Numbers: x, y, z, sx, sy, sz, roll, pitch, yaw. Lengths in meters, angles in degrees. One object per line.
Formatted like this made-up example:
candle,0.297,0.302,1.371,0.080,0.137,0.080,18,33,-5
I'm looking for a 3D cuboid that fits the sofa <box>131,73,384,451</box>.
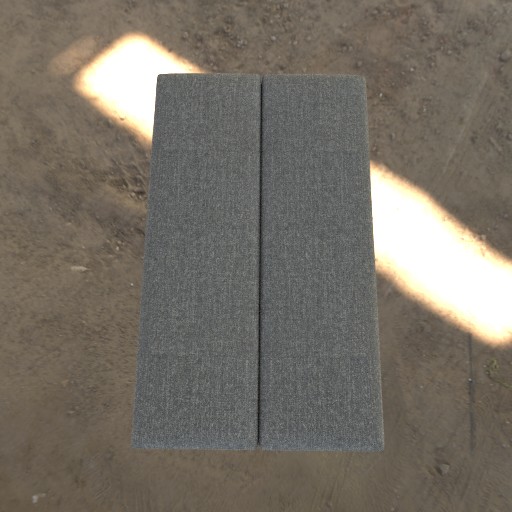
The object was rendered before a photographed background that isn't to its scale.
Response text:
sofa,0.000,0.000,1.563,0.782,0.417,1.198,1,77,0
